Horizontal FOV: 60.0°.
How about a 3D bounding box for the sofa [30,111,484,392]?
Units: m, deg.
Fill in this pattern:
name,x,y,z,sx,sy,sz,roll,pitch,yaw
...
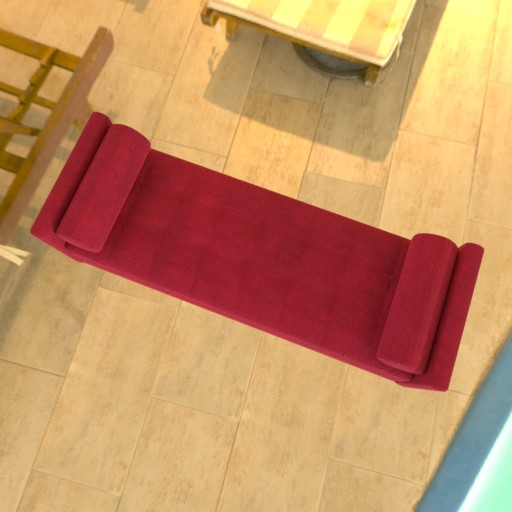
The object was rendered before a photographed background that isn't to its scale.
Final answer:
name,x,y,z,sx,sy,sz,roll,pitch,yaw
sofa,0.000,0.000,2.311,1.981,0.635,0.686,20,77,5
